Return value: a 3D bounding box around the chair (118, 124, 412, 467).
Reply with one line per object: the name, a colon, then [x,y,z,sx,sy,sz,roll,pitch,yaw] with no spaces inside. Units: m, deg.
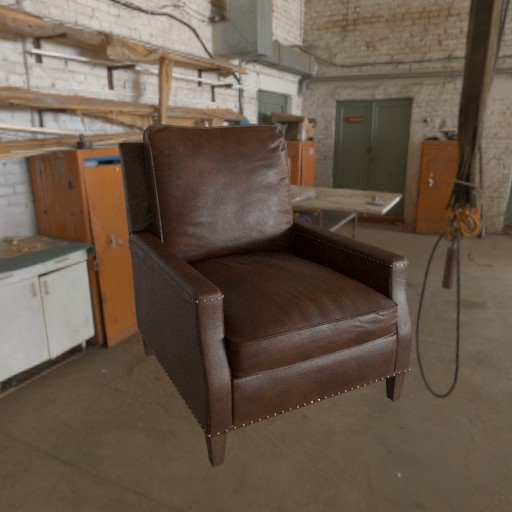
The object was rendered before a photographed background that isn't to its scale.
chair: [0.000,0.000,1.836,0.854,1.054,1.035,-8,18,-27]
